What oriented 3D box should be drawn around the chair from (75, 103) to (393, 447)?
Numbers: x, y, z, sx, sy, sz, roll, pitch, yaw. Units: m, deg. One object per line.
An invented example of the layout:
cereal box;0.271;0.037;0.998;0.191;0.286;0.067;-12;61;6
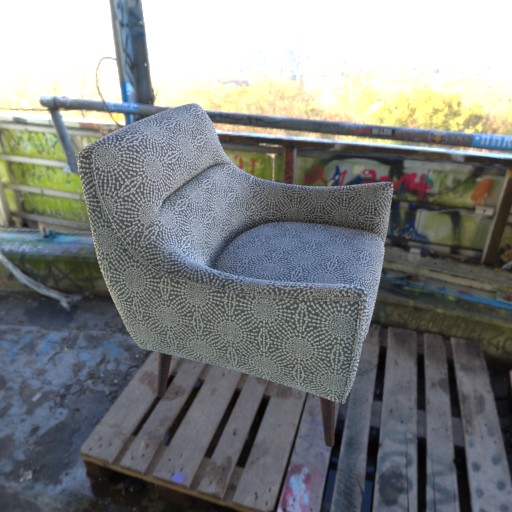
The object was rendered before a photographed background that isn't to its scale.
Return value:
chair;0.000;0.000;1.441;0.787;0.838;0.762;10;31;17
